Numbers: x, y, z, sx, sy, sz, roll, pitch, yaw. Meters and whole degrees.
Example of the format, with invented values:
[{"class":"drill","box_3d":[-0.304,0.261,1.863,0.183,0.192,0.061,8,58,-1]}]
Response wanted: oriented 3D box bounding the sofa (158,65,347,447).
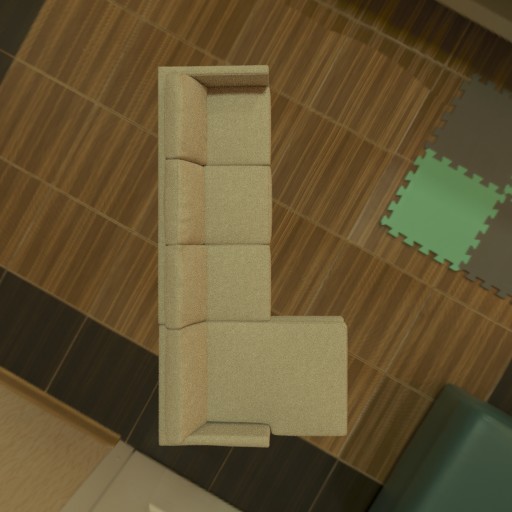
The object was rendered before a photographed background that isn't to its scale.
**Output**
[{"class":"sofa","box_3d":[0.000,0.000,3.915,1.625,0.846,3.186,0,90,3]}]
